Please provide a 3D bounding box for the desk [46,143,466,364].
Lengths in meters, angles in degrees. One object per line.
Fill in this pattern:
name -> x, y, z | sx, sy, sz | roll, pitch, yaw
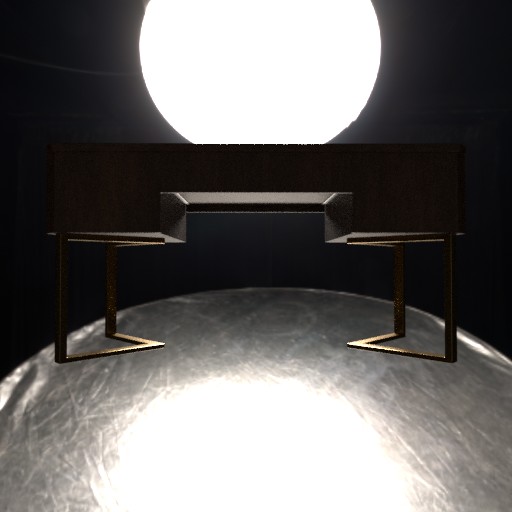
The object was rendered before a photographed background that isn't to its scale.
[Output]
desk -> 0.000, 0.000, 1.858 | 1.479, 0.762, 0.684 | 0, -1, 0
